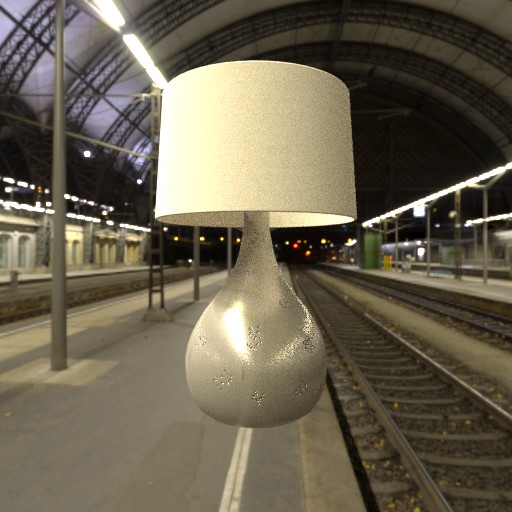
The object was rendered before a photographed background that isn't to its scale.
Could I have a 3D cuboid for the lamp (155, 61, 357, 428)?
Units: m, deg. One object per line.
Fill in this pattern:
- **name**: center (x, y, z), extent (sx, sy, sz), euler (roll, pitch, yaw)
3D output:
- **lamp**: center (0.000, 0.000, 0.743), extent (0.330, 0.521, 0.330), euler (0, 0, 0)
